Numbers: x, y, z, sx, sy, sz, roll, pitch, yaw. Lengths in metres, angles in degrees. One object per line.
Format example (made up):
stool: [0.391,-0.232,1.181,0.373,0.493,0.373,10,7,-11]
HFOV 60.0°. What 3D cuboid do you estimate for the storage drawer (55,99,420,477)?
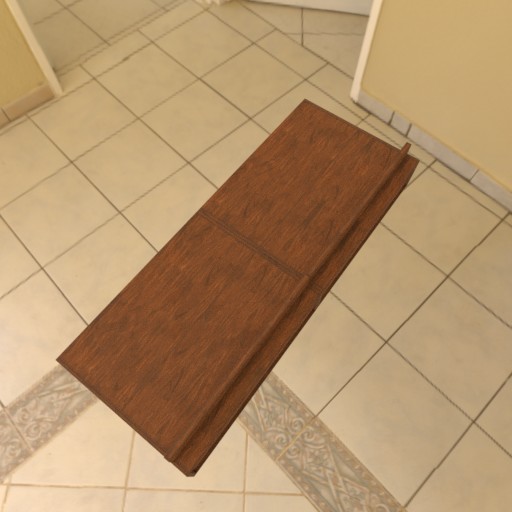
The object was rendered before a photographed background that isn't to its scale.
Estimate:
storage drawer: [0.000,0.000,2.236,0.774,0.339,1.914,34,68,15]
